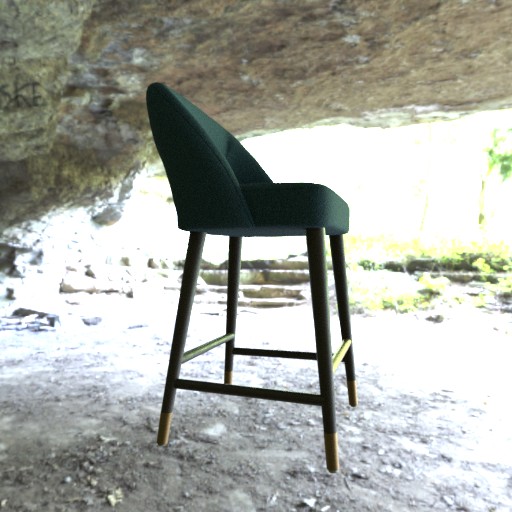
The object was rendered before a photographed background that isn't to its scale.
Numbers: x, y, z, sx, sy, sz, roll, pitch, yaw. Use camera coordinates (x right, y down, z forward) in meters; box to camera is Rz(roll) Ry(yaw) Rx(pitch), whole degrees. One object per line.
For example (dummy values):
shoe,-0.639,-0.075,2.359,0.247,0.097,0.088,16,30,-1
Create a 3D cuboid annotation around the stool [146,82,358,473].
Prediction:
stool,0.000,0.000,1.248,0.522,0.939,0.536,0,0,18
